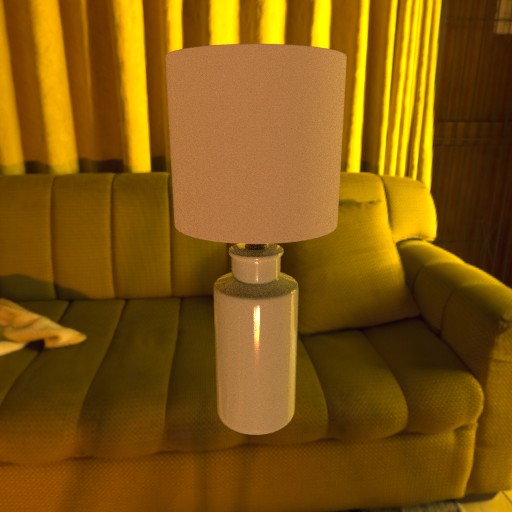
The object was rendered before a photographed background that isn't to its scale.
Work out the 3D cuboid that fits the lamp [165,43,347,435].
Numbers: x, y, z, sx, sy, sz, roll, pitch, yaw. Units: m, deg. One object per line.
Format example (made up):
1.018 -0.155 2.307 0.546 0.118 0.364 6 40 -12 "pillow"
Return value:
0.000 0.000 0.600 0.212 0.493 0.212 -8 19 -25 "lamp"
